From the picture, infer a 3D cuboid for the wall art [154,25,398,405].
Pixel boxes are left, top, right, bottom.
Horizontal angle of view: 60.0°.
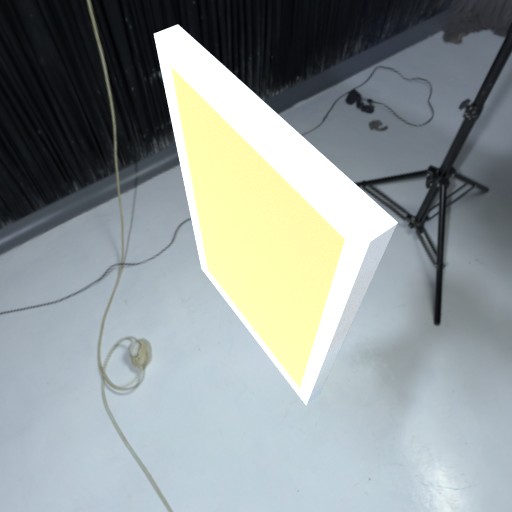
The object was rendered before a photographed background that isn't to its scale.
[{"bbox_3d":[0.000,0.000,0.761,0.038,0.611,0.408,-32,63,-18],"label":"wall art"}]
